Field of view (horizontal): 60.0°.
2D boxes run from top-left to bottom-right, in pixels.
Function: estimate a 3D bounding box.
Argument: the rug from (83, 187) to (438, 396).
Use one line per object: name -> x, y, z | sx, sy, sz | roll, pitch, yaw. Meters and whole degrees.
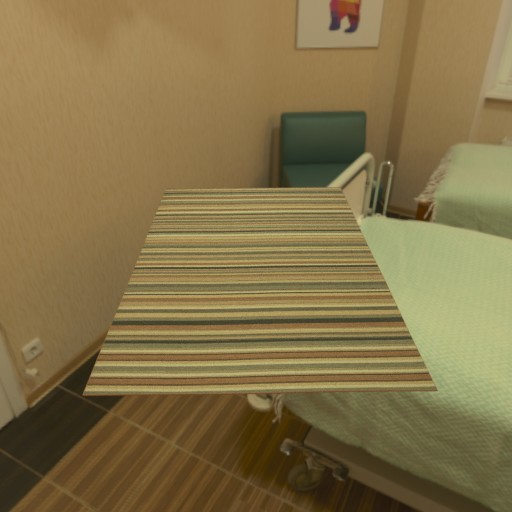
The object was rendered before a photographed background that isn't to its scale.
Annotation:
rug -> 0.000, 0.000, 2.299 | 1.219, 0.008, 1.829 | -1, 31, -1
